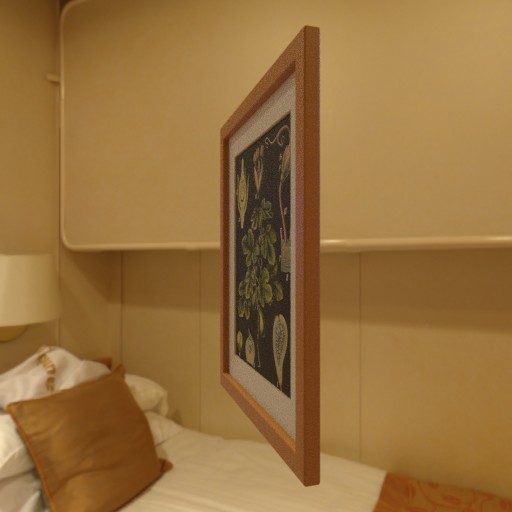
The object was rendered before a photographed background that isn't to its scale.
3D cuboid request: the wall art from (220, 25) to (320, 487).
[{"bbox_3d":[0.000,0.000,0.512,0.015,0.379,0.310,0,0,-17],"label":"wall art"}]
